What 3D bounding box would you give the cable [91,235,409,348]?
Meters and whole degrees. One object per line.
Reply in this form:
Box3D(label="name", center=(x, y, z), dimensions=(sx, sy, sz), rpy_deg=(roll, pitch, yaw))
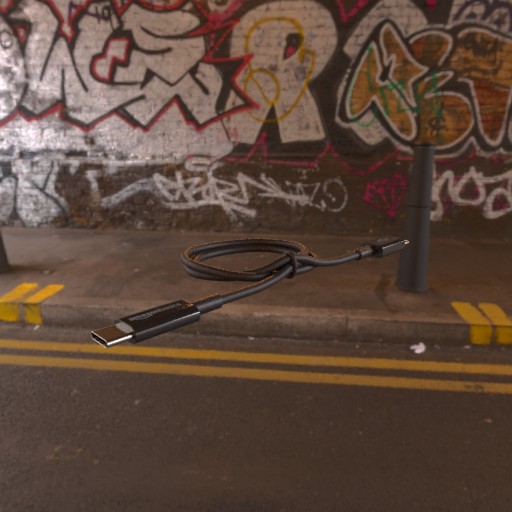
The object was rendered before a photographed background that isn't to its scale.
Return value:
Box3D(label="cable", center=(0.000, 0.000, 0.220), dimensions=(0.070, 0.014, 0.192), rpy_deg=(14, 21, 43))
